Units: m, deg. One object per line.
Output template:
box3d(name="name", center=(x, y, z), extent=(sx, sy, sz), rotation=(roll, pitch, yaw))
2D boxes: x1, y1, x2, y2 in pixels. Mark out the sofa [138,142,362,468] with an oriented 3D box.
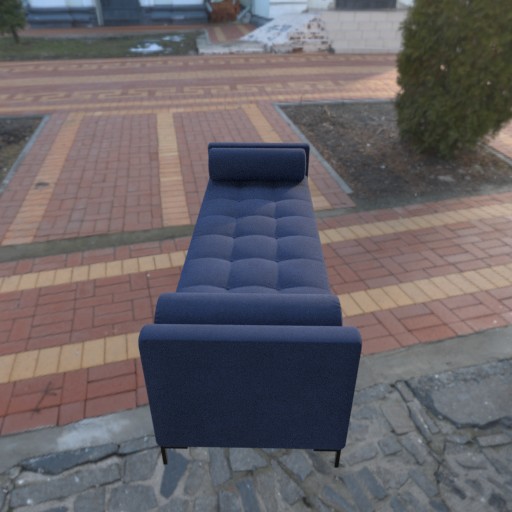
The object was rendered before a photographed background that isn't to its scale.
box3d(name="sofa", center=(0.000, 0.000, 2.323), extent=(0.686, 0.635, 1.981), rotation=(1, 31, 1))
